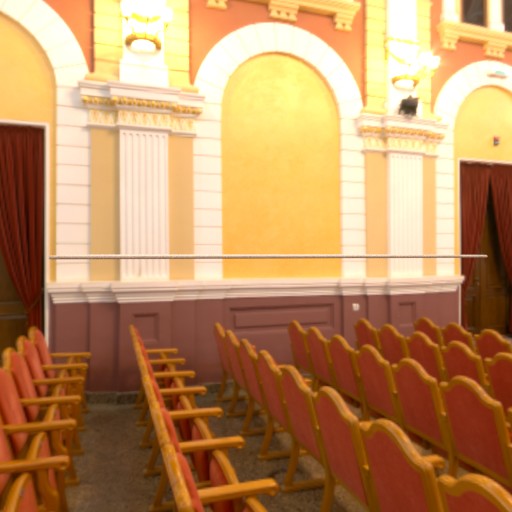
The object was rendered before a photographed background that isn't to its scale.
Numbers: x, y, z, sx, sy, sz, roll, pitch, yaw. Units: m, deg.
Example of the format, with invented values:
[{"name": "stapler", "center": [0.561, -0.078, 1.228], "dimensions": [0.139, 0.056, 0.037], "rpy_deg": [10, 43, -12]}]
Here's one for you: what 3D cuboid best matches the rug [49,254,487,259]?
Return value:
[{"name": "rug", "center": [0.000, 0.000, 2.313], "dimensions": [1.829, 0.013, 1.219], "rpy_deg": [0, 0, -18]}]
